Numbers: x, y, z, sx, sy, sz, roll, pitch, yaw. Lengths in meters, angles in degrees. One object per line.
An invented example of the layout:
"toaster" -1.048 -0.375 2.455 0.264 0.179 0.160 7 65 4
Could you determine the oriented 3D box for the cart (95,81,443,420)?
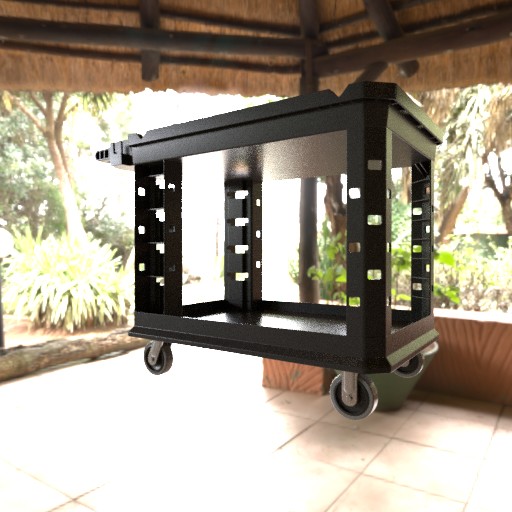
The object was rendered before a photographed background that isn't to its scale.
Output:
"cart" 0.000 0.000 1.701 1.239 0.884 0.674 0 1 34
